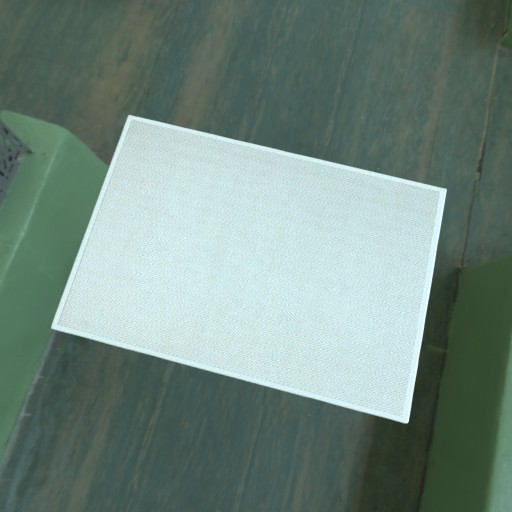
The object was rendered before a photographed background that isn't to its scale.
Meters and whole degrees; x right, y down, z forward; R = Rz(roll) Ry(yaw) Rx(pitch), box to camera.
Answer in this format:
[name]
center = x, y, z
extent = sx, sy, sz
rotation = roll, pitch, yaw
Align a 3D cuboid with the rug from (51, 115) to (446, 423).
[rug]
center = 0.000, 0.000, 2.856
extent = 2.244, 0.017, 1.532
rotation = 14, 76, 3
